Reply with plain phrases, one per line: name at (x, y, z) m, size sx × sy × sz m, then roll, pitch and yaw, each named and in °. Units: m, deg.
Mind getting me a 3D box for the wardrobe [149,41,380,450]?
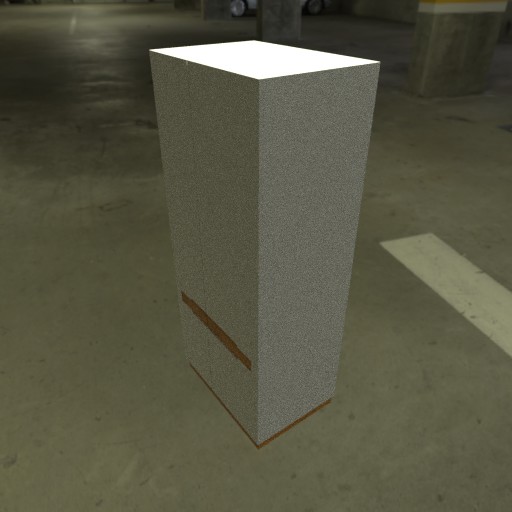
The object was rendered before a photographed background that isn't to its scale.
wardrobe at (0.000, 0.000, 2.452) m, size 0.600 × 2.040 × 0.860 m, roll -21°, pitch 38°, yaw -30°
